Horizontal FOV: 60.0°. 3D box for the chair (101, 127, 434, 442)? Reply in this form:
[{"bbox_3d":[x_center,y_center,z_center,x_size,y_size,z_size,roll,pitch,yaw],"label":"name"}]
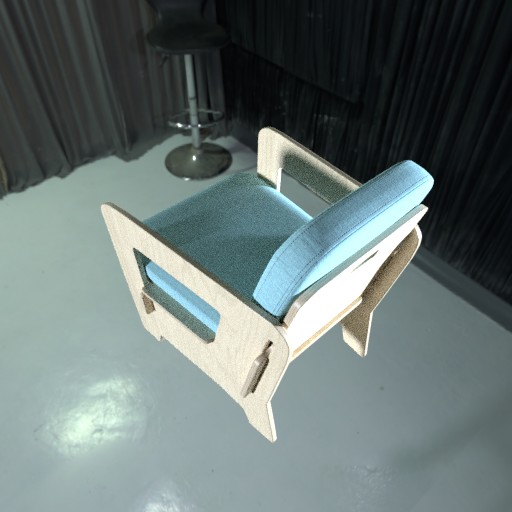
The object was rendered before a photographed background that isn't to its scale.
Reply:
[{"bbox_3d":[0.000,0.000,1.270,0.590,0.800,0.710,-33,54,-28],"label":"chair"}]
